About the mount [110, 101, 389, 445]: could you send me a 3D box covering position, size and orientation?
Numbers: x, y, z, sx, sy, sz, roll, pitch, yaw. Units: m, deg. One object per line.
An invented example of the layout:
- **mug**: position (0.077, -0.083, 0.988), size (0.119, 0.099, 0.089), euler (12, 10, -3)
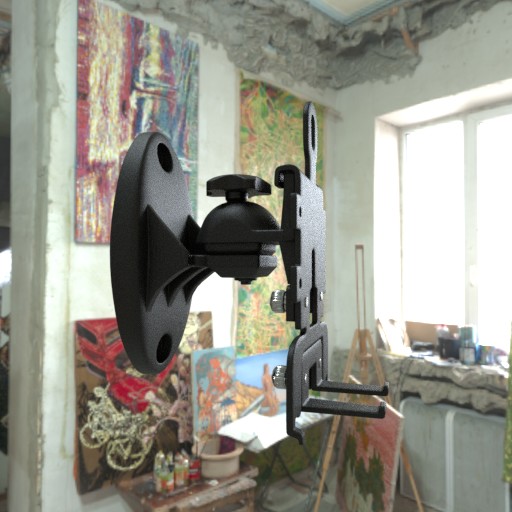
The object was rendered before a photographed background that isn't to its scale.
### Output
- **mount**: position (0.000, 0.000, 0.177), size (0.100, 0.118, 0.066), euler (0, -1, 19)
